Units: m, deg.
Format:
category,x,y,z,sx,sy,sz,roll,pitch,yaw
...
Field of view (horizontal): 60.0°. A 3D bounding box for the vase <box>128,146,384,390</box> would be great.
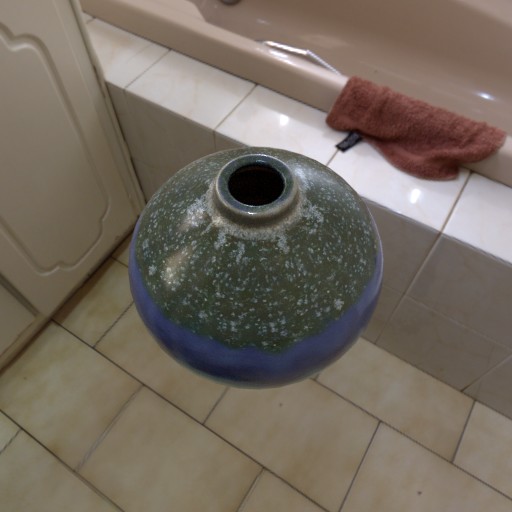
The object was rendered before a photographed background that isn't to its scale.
category,x,y,z,sx,sy,sz,roll,pitch,yaw
vase,0.000,0.000,0.270,0.154,0.133,0.154,0,58,0
